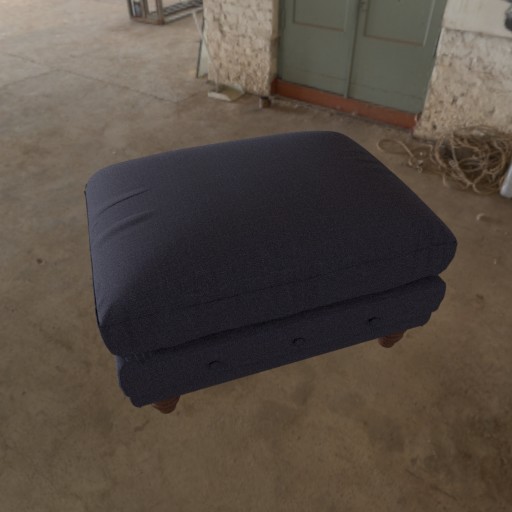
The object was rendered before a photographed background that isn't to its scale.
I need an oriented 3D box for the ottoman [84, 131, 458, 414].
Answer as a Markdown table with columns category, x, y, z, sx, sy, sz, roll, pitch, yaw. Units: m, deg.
| category | x | y | z | sx | sy | sz | roll | pitch | yaw |
| --- | --- | --- | --- | --- | --- | --- | --- | --- | --- |
| ottoman | 0.000 | 0.000 | 1.150 | 0.767 | 0.486 | 0.558 | -12 | 42 | -14 |
